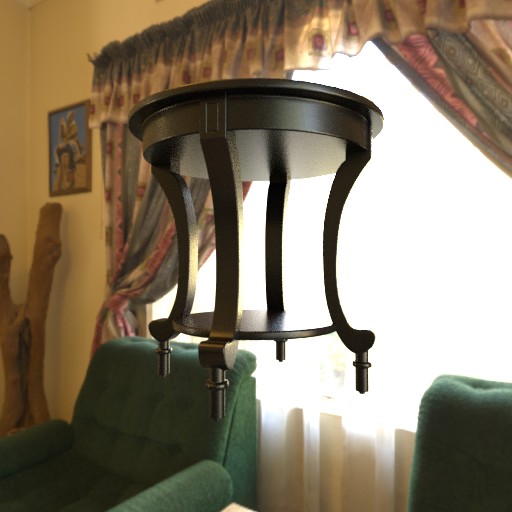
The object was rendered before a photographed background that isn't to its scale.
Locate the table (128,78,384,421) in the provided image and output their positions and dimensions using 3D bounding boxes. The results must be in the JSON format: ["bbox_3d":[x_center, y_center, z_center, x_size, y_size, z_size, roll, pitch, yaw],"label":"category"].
[{"bbox_3d":[0.000,0.000,1.069,0.597,0.618,0.597,0,-1,0],"label":"table"}]
